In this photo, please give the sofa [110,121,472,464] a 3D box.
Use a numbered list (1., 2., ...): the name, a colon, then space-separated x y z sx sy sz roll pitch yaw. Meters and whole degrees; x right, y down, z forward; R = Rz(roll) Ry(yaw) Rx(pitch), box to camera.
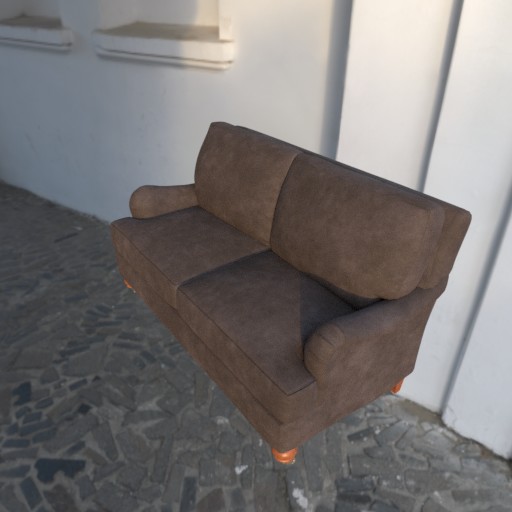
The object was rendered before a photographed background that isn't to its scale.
1. sofa: 0.000 0.000 2.516 1.084 1.101 1.853 -21 37 -31
